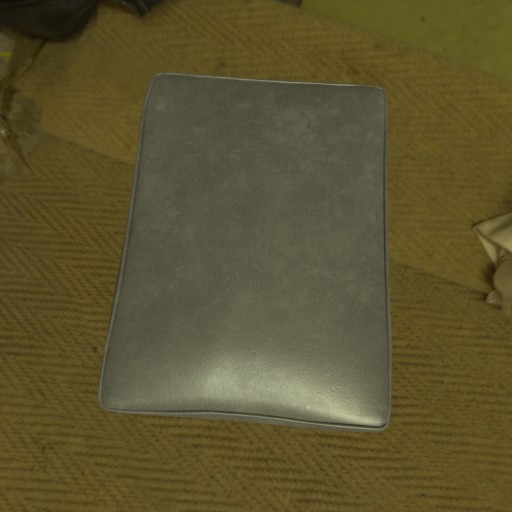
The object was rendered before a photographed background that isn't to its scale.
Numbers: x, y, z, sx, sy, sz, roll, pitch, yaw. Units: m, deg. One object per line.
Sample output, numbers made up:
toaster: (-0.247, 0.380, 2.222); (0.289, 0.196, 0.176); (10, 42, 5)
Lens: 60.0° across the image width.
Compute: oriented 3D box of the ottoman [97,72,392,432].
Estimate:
ottoman: (0.000, 0.000, 1.092); (0.554, 0.445, 0.756); (4, 73, 1)
